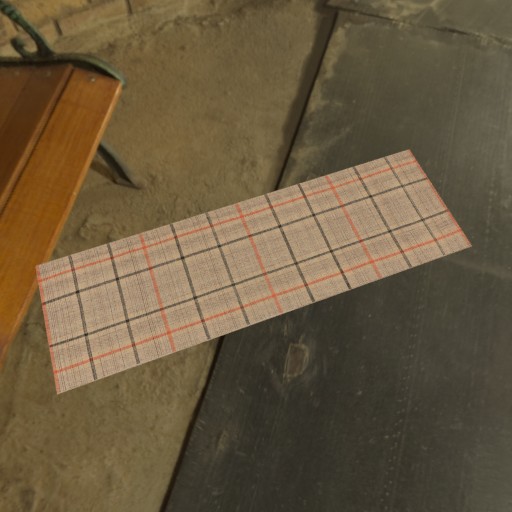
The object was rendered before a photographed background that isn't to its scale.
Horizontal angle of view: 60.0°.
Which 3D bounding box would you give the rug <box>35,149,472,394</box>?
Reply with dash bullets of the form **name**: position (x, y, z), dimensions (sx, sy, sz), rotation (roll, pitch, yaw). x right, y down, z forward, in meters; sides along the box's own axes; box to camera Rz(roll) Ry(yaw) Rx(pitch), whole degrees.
- **rug**: position (0.000, 0.000, 2.593), dimensions (2.439, 0.008, 0.762), rotation (-18, 66, -9)
